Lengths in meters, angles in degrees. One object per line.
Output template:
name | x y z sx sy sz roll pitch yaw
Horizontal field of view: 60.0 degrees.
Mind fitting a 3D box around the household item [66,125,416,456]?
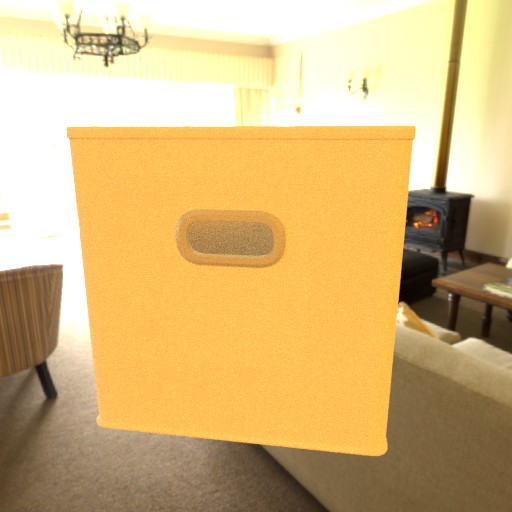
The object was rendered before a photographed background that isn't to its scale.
household item | 0.000 0.000 0.548 0.305 0.305 0.305 2 16 9
